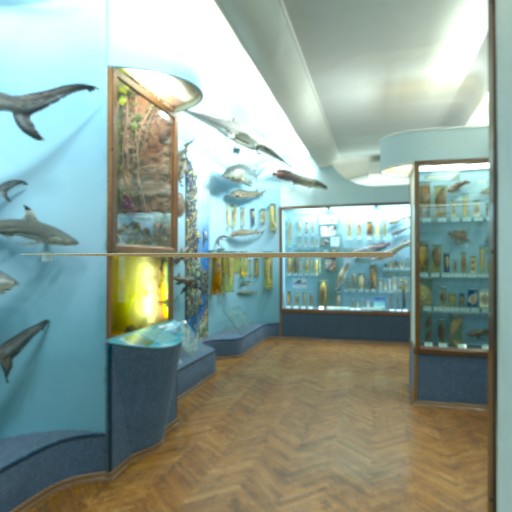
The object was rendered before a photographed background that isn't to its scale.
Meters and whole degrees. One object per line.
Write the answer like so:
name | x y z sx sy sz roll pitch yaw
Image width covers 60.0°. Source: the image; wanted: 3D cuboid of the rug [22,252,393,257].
rug | 0.000 0.000 4.149 2.454 0.005 3.067 0 -1 17
